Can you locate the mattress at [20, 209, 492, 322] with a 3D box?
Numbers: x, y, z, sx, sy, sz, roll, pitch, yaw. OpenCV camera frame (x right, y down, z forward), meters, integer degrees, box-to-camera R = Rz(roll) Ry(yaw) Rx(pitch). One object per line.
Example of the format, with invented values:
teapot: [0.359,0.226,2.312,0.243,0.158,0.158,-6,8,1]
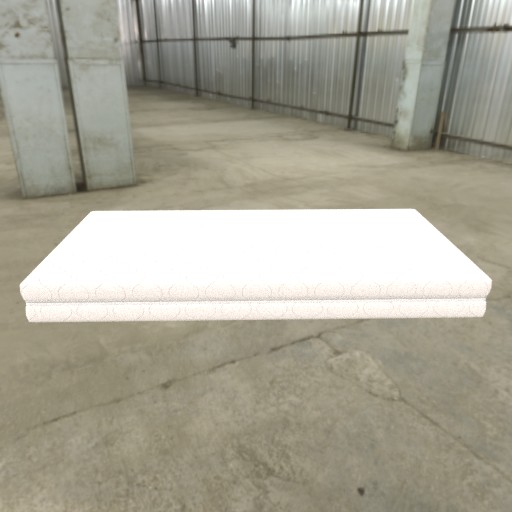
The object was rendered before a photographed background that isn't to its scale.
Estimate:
mattress: [0.000,0.000,2.212,1.900,0.200,0.900,0,25,-1]
